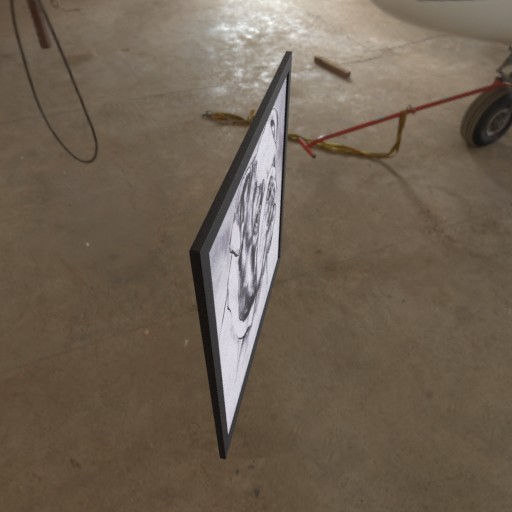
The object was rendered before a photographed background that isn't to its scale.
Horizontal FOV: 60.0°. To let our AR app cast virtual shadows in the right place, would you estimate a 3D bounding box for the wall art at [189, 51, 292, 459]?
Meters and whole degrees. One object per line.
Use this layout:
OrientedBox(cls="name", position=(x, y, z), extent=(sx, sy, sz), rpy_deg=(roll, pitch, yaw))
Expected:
OrientedBox(cls="wall art", position=(0.000, 0.000, 0.848), extent=(0.012, 0.558, 0.562), rpy_deg=(9, 46, 9))
